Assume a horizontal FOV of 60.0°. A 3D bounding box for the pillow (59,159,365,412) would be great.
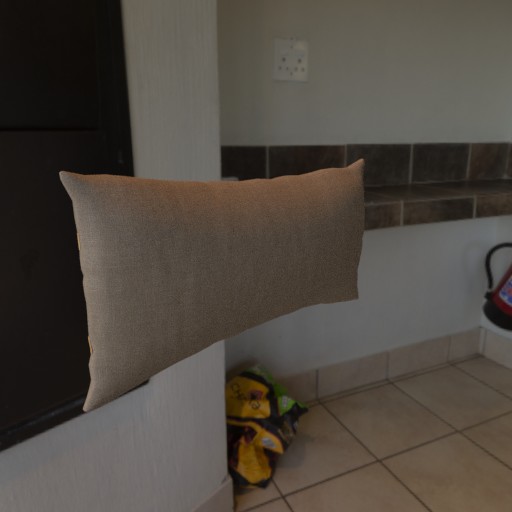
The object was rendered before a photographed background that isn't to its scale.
[{"bbox_3d":[0.000,0.000,0.735,0.612,0.308,0.148,-14,20,-41],"label":"pillow"}]
